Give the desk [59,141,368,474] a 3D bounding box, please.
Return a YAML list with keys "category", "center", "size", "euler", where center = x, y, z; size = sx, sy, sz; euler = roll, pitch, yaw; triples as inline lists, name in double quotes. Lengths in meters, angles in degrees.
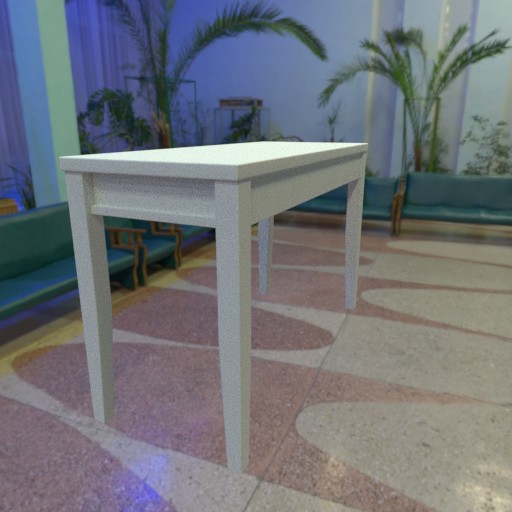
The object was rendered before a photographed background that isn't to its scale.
- category: "desk"
  center: [0.000, 0.000, 1.637]
  size: [0.508, 0.775, 1.220]
  euler: [8, 18, 25]
